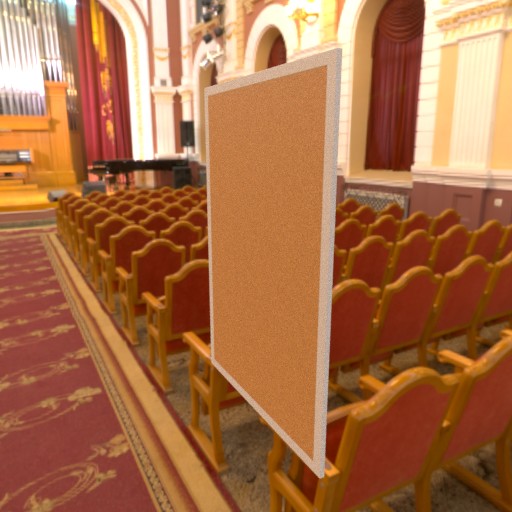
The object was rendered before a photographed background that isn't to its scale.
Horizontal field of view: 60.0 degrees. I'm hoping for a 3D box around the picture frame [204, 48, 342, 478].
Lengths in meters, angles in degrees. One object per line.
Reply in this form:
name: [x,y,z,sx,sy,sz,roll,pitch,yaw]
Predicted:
picture frame: [0.000,0.000,1.219,0.013,0.940,0.659,-7,16,-27]
